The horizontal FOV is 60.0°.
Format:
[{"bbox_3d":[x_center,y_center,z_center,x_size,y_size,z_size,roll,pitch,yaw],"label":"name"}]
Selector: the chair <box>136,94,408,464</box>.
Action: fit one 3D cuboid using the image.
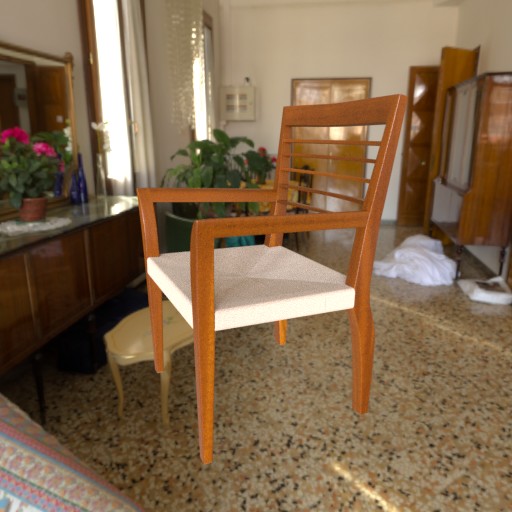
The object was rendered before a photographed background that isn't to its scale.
[{"bbox_3d":[0.000,0.000,1.275,0.540,0.855,0.587,-7,17,-25],"label":"chair"}]
